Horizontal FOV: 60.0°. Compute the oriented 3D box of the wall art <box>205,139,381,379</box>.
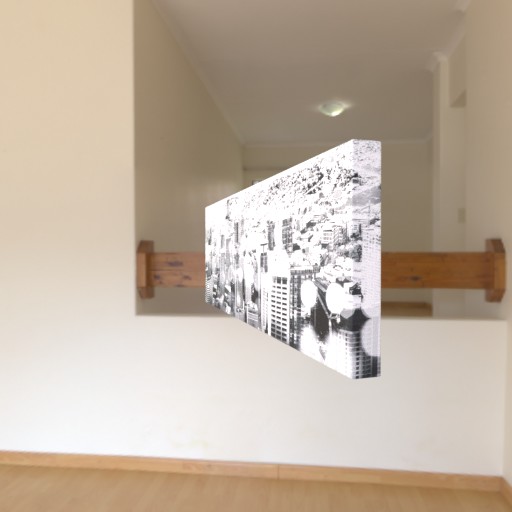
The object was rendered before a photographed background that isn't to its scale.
[{"bbox_3d":[0.000,0.000,0.837,0.038,0.255,0.763,0,1,-18],"label":"wall art"}]
